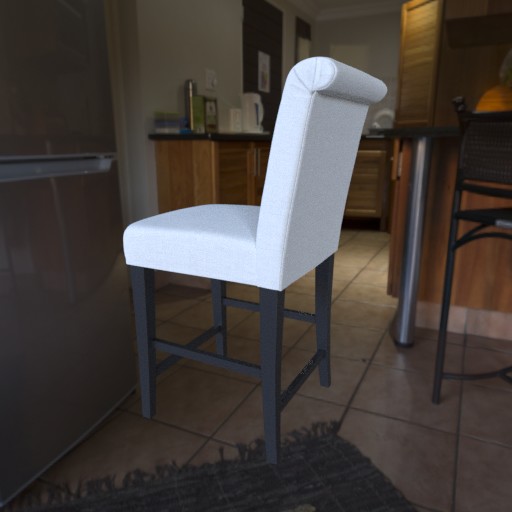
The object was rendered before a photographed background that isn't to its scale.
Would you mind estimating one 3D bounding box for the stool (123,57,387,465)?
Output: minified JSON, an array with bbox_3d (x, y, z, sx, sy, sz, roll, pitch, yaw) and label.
[{"bbox_3d":[0.000,0.000,1.287,0.597,0.976,0.452,8,17,27],"label":"stool"}]
